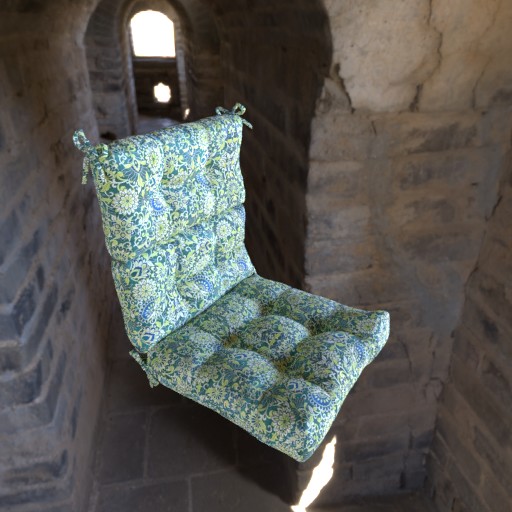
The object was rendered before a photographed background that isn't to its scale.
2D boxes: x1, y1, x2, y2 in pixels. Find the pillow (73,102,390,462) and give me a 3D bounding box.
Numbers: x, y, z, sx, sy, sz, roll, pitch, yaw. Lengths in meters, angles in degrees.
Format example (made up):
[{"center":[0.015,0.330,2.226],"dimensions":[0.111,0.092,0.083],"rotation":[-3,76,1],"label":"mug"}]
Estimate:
[{"center":[0.000,0.000,1.043],"dimensions":[0.571,0.605,0.519],"rotation":[17,32,30],"label":"pillow"}]
